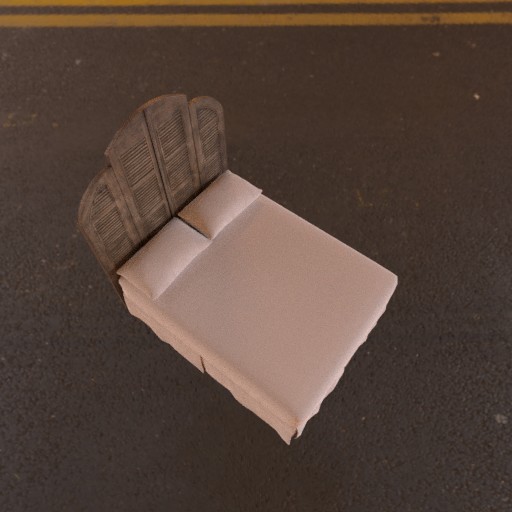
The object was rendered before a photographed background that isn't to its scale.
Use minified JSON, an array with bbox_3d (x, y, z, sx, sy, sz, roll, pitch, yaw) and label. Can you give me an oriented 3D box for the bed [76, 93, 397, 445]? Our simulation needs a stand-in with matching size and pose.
[{"bbox_3d":[0.000,0.000,3.663,2.138,2.019,1.713,33,64,19],"label":"bed"}]
